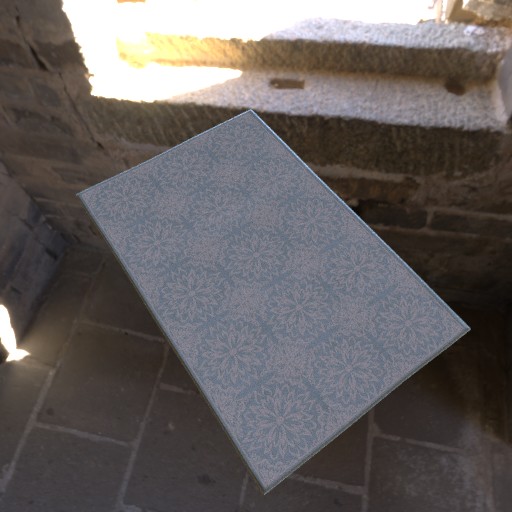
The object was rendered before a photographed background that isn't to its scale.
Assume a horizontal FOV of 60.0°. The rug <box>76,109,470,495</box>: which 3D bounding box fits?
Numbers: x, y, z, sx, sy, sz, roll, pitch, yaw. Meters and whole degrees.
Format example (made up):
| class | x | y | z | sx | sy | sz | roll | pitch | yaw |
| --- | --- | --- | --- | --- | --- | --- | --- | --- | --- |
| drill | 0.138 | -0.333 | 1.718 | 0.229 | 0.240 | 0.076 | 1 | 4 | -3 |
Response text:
| class | x | y | z | sx | sy | sz | roll | pitch | yaw |
| --- | --- | --- | --- | --- | --- | --- | --- | --- | --- |
| rug | 0.000 | 0.000 | 3.461 | 1.819 | 0.018 | 2.746 | -31 | 64 | -17 |
